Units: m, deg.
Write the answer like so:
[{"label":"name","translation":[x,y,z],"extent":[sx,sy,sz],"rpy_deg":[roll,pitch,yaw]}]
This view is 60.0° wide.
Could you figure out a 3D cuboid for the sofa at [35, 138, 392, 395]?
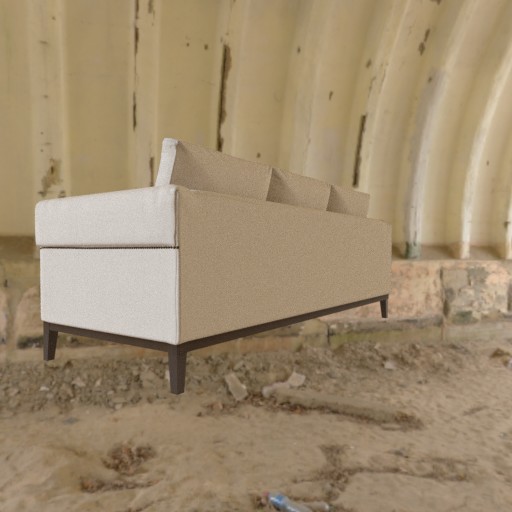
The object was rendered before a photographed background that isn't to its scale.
[{"label":"sofa","translation":[0.000,0.000,2.600],"extent":[0.902,0.911,2.198],"rpy_deg":[0,1,35]}]
